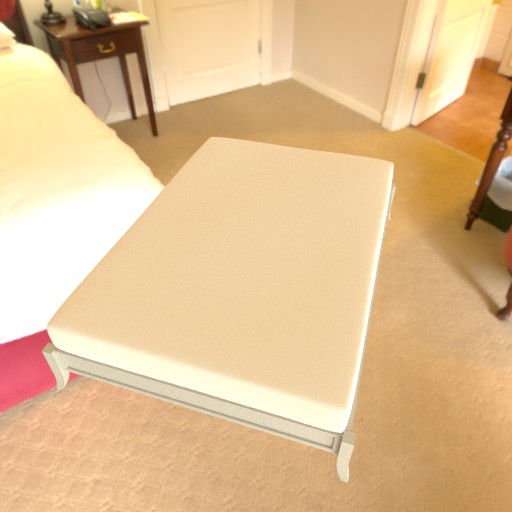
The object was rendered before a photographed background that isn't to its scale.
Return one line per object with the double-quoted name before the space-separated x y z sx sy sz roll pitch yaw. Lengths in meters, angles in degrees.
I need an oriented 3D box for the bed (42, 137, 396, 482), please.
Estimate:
"bed" 0.000 0.000 2.590 1.460 0.510 1.985 12 43 13
